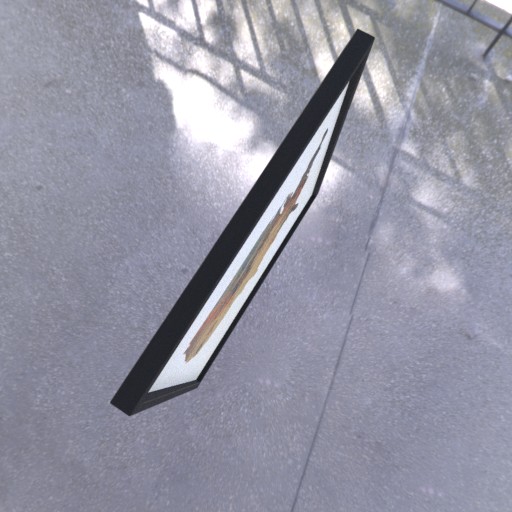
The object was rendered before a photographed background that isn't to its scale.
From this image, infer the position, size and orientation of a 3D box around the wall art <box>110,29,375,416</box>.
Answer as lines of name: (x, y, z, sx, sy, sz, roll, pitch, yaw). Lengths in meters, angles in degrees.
wall art: (0.000, 0.000, 0.437, 0.015, 0.303, 0.304, 31, 78, 7)
